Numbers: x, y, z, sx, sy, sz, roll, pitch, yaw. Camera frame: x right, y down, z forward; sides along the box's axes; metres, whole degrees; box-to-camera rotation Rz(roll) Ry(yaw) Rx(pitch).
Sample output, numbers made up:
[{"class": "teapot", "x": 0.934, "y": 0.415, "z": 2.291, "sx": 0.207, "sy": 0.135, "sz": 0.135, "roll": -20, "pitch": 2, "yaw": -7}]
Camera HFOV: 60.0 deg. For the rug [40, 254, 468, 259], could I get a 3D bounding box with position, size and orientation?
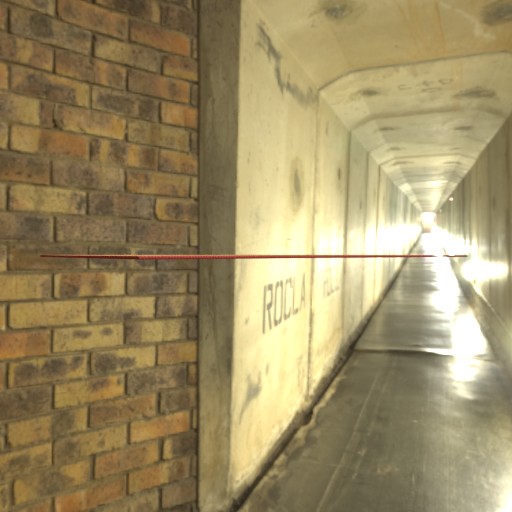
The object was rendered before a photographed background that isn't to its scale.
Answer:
[{"class": "rug", "x": 0.000, "y": 0.000, "z": 2.823, "sx": 2.211, "sy": 0.013, "sz": 1.593, "roll": 0, "pitch": 0, "yaw": -37}]
